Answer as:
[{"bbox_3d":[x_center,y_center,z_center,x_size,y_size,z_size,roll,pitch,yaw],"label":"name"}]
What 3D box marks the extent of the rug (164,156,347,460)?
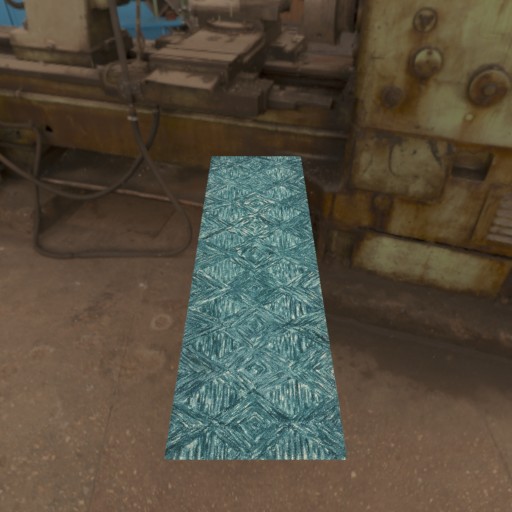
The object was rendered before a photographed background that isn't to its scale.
[{"bbox_3d":[0.000,0.000,2.497,0.676,0.016,2.286,0,41,0],"label":"rug"}]
